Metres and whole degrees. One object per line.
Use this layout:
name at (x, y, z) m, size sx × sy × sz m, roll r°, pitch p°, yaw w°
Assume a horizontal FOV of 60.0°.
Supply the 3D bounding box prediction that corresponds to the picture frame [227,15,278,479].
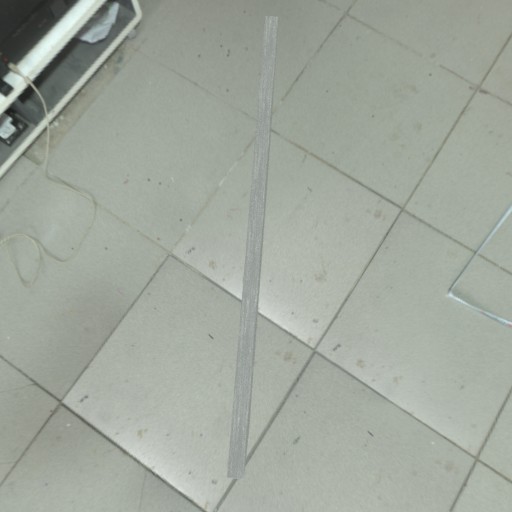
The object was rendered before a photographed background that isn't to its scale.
picture frame at (0.000, 0.000, 1.189) m, size 0.029 × 0.640 × 0.950 m, roll 4°, pitch 76°, yaw 1°
